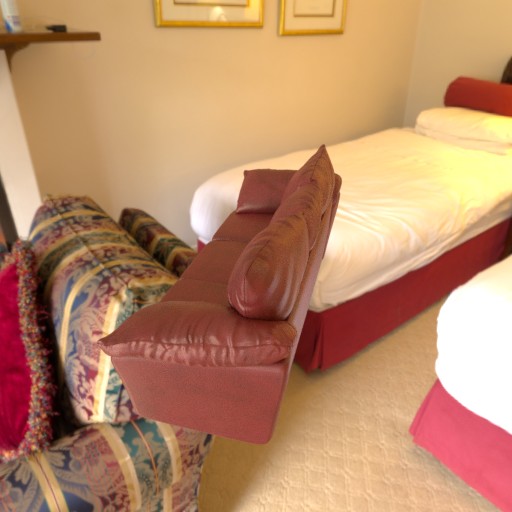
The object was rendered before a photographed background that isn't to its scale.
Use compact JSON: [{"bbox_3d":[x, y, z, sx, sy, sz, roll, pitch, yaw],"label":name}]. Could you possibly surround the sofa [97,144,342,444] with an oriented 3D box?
[{"bbox_3d":[0.000,0.000,2.923,0.907,1.091,2.390,7,30,13],"label":"sofa"}]
